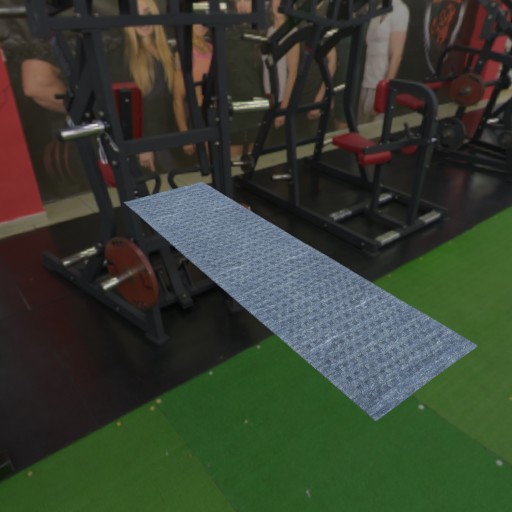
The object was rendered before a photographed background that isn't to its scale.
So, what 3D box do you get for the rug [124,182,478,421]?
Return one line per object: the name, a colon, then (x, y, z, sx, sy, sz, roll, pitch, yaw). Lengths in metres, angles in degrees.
rug: (0.000, 0.000, 2.664, 0.688, 0.008, 2.443, -21, 37, -30)
